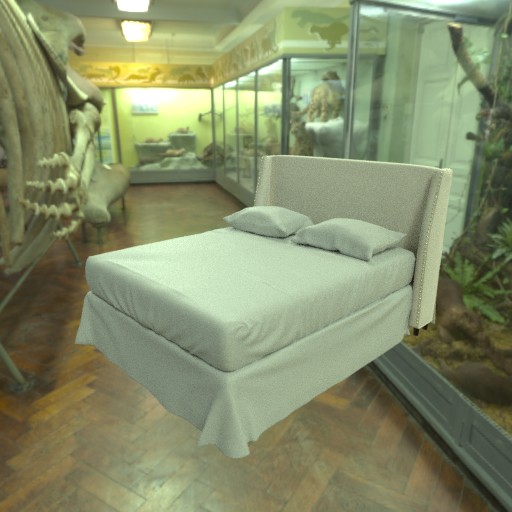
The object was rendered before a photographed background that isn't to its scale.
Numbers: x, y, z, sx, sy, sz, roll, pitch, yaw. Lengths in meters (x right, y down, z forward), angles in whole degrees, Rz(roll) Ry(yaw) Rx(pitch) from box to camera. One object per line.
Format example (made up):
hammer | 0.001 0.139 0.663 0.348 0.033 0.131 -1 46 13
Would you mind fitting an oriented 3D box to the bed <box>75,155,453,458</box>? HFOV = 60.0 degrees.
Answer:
bed | 0.000 0.000 3.390 2.276 1.332 1.925 -16 23 -41
